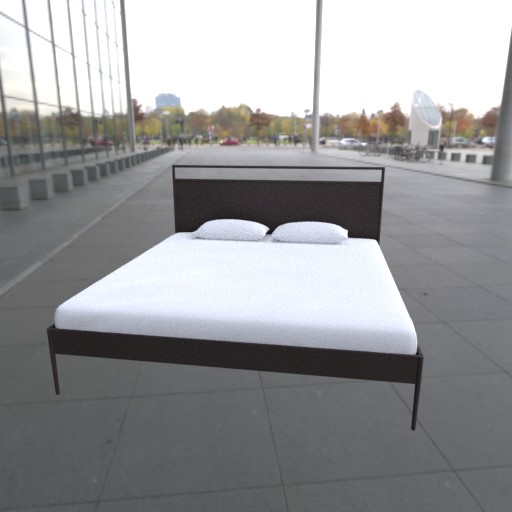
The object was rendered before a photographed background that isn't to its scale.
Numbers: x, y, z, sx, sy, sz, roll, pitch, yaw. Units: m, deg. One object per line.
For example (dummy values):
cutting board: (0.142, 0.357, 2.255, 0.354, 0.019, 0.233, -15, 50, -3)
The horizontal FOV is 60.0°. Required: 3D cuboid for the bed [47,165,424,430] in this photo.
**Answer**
bed: (0.000, 0.000, 3.264, 1.993, 1.173, 2.151, 2, 15, 9)
